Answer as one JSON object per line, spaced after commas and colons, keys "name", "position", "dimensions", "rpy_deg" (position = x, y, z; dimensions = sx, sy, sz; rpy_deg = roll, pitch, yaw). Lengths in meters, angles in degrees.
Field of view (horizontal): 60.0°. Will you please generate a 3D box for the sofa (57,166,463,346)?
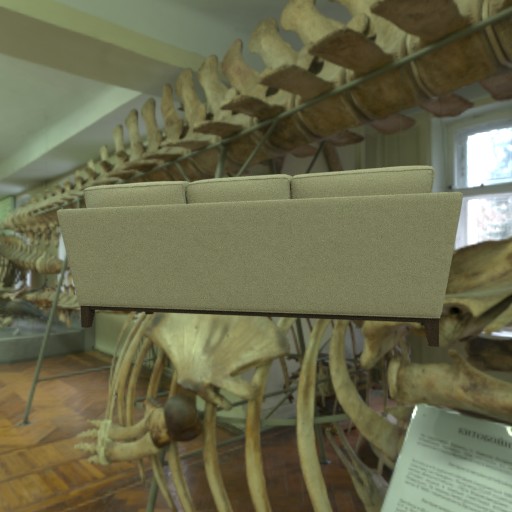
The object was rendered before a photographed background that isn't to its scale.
{"name": "sofa", "position": [0.000, 0.000, 2.931], "dimensions": [2.388, 0.940, 0.965], "rpy_deg": [0, -1, 18]}
